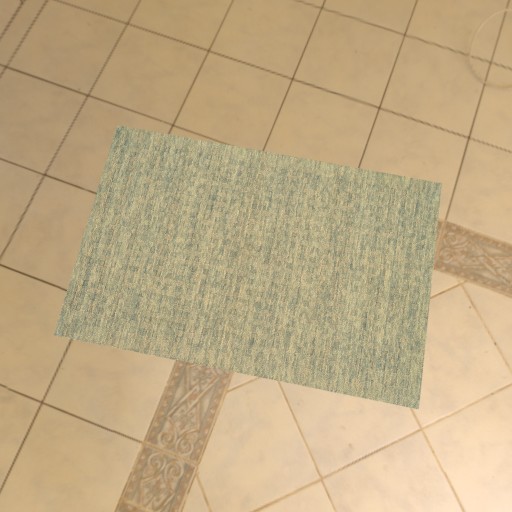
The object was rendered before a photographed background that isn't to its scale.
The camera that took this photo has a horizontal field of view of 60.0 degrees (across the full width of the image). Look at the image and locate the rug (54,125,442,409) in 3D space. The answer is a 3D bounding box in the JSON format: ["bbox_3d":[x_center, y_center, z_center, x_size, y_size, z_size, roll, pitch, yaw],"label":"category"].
[{"bbox_3d":[0.000,0.000,2.220,1.752,0.006,1.142,11,76,3],"label":"rug"}]
